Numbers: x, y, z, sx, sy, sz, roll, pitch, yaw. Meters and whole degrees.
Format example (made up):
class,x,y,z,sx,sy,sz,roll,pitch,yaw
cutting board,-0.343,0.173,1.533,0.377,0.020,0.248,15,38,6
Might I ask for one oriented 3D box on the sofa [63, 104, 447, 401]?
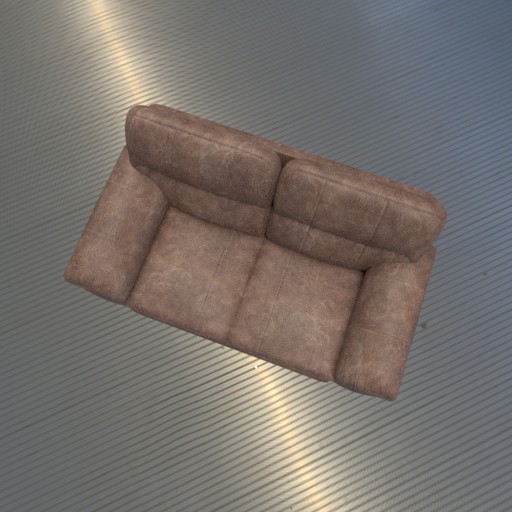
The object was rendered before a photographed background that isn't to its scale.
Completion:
class,x,y,z,sx,sy,sz,roll,pitch,yaw
sofa,0.000,0.000,2.373,1.753,0.991,0.991,19,77,5
